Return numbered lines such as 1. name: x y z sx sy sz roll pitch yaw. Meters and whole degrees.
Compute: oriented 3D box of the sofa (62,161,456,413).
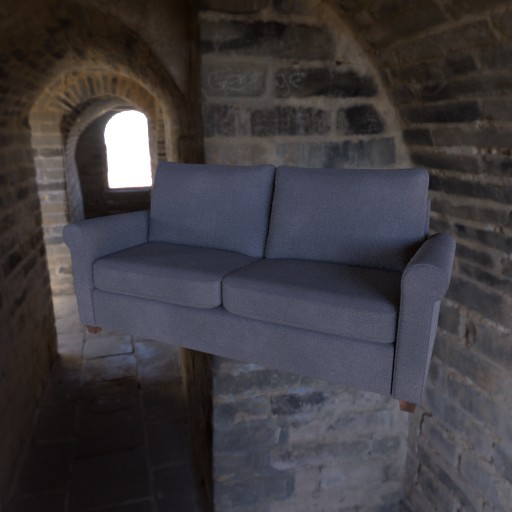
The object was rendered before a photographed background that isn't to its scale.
1. sofa: 0.000 0.000 2.380 1.935 0.942 0.842 7 16 25
